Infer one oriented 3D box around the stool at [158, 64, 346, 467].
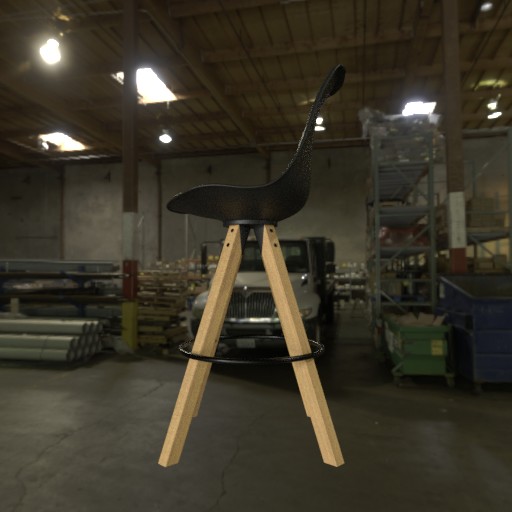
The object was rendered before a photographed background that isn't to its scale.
[{"bbox_3d":[0.000,0.000,1.385,0.550,1.115,0.485,0,-2,0],"label":"stool"}]
